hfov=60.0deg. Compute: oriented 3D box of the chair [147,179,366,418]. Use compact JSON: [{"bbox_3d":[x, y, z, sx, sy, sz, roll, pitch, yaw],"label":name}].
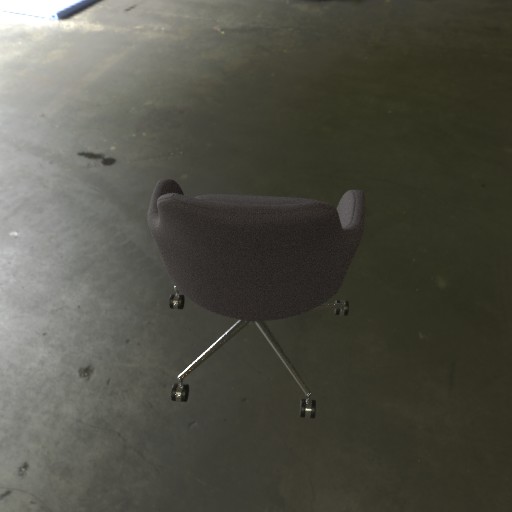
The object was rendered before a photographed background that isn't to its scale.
[{"bbox_3d":[0.000,0.000,1.289,0.655,0.820,0.600,4,47,4],"label":"chair"}]
